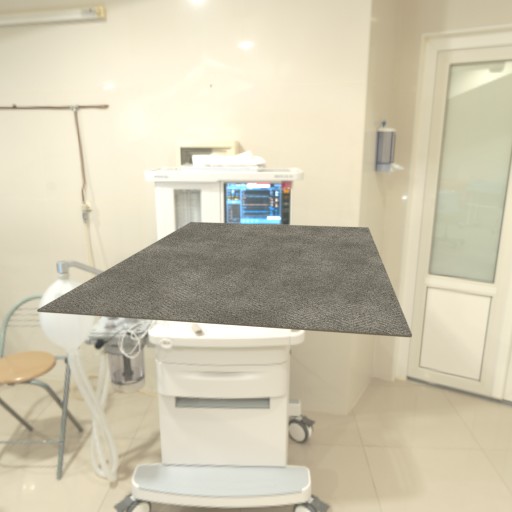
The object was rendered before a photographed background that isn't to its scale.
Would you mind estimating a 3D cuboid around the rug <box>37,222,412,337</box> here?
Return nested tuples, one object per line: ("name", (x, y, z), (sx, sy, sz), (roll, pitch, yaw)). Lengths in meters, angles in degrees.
("rug", (0.000, 0.000, 2.903), (1.600, 0.008, 2.235), (2, 15, 9))
